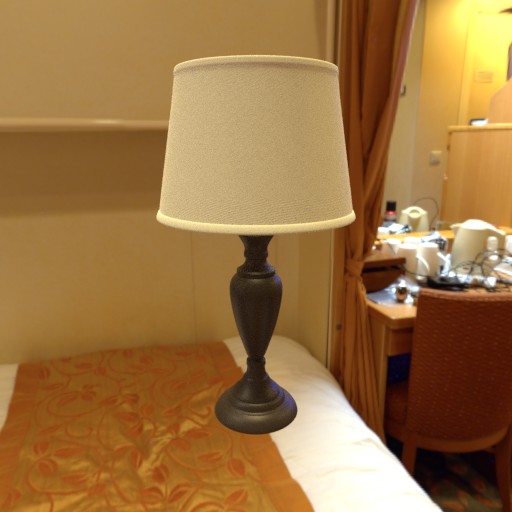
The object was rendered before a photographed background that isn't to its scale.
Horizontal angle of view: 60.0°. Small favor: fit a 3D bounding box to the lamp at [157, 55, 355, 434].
[{"bbox_3d":[0.000,0.000,0.782,0.335,0.611,0.335,0,15,0],"label":"lamp"}]
